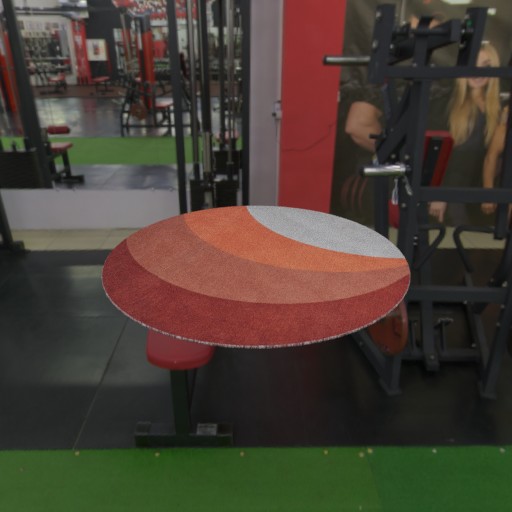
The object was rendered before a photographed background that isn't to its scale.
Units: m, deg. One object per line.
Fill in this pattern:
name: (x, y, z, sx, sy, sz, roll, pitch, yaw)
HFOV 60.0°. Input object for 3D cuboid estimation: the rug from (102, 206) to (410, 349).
rug: (0.000, 0.000, 2.277, 1.514, 0.015, 1.514, 0, 26, 0)
